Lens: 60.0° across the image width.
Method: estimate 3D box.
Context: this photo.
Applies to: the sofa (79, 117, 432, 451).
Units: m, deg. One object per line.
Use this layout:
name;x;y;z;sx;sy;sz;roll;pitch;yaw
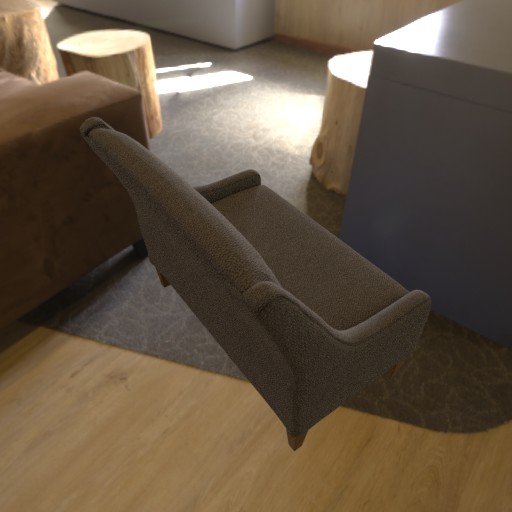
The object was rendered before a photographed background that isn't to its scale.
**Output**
sofa;0.000;0.000;1.899;0.873;1.022;1.242;-26;48;-26
